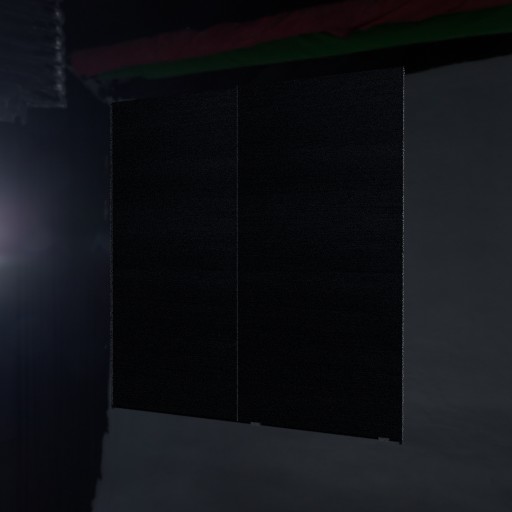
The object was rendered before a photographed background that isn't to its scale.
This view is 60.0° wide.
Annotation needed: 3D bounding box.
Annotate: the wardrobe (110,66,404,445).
[{"bbox_3d":[0.000,0.000,2.836,1.780,1.960,0.629,0,0,17],"label":"wardrobe"}]
